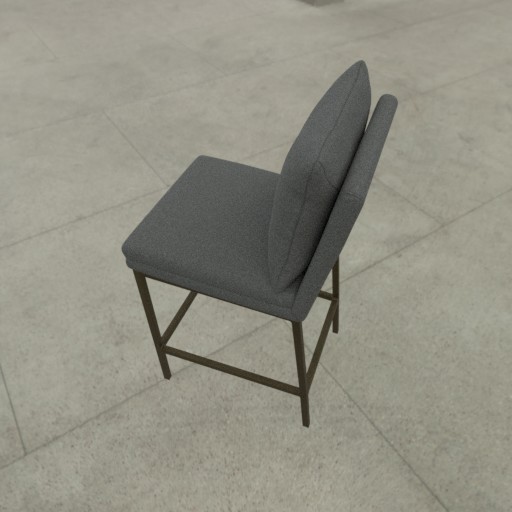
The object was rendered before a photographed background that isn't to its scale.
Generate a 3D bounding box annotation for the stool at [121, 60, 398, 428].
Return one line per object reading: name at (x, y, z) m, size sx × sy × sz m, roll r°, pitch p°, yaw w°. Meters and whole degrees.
stool at (0.000, 0.000, 1.302) m, size 0.569 × 1.030 × 0.463 m, roll 15°, pitch 47°, yaw 15°
